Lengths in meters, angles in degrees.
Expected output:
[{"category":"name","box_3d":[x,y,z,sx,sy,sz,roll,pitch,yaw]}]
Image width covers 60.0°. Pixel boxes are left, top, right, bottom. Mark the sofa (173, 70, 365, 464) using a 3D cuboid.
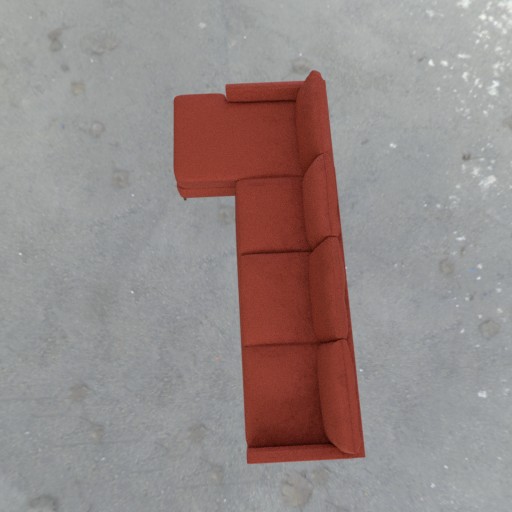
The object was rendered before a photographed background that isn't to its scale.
[{"category":"sofa","box_3d":[0.000,0.000,4.027,1.500,0.967,3.400,-3,75,-1]}]
